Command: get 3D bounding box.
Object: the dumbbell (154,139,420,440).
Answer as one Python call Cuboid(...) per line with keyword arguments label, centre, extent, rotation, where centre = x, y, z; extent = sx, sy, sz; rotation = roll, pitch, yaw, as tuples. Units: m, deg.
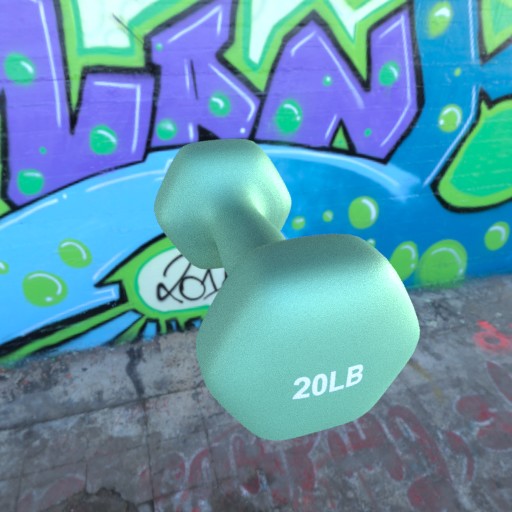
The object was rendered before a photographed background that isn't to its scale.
Cuboid(label="dumbbell", centre=(0.000, 0.000, 0.331), extent=(0.129, 0.117, 0.260), rotation=(-9, 31, -15))
